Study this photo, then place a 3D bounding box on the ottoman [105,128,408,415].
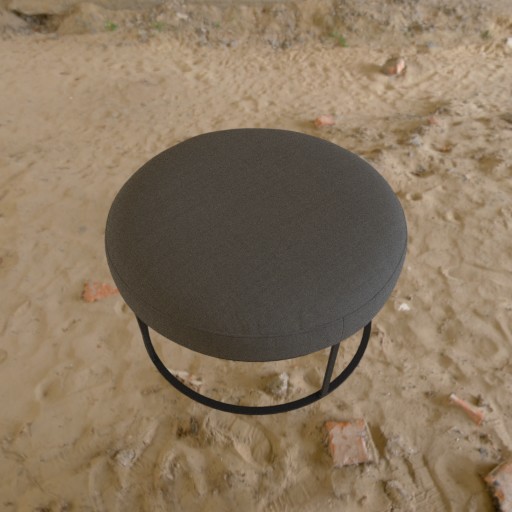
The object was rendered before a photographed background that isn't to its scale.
[{"bbox_3d":[0.000,0.000,1.257,0.772,0.460,0.772,0,47,0],"label":"ottoman"}]
